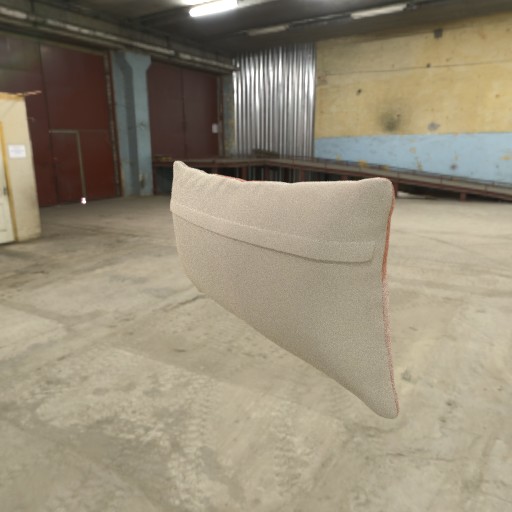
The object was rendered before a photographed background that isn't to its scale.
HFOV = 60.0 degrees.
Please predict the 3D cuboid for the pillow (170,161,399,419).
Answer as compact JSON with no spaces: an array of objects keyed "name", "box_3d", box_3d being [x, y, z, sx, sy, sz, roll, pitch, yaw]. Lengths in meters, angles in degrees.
[{"name":"pillow","box_3d":[0.000,0.000,0.719,0.155,0.292,0.609,-7,15,-29]}]
